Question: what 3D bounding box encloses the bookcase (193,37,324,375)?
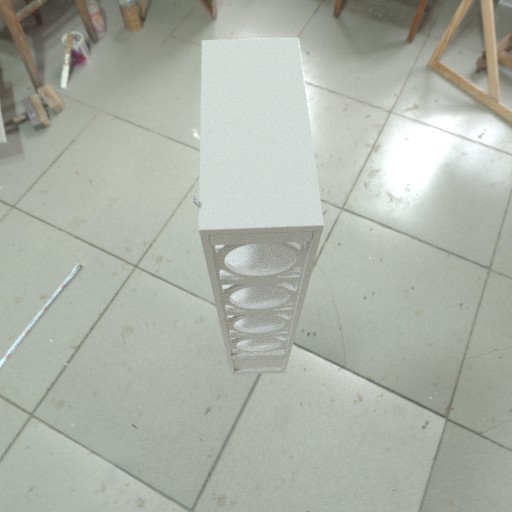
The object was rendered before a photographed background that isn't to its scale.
[{"bbox_3d":[0.000,0.000,2.145,0.361,1.869,0.761,-2,63,-1],"label":"bookcase"}]
